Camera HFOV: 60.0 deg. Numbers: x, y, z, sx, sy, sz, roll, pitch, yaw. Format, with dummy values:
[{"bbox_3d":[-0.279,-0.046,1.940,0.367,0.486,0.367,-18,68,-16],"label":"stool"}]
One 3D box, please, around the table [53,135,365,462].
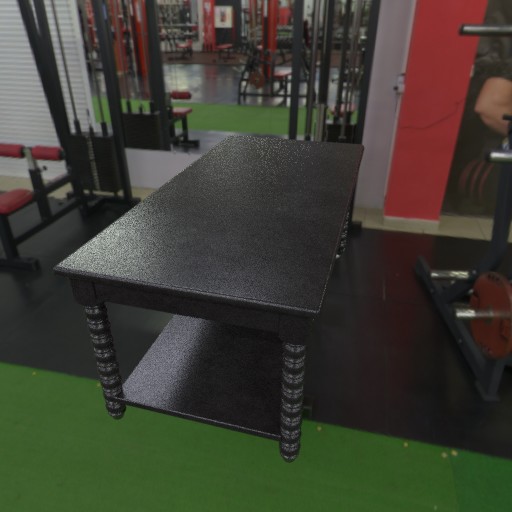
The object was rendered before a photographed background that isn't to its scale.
[{"bbox_3d":[0.000,0.000,1.475,0.580,0.487,1.171,8,30,14],"label":"table"}]
